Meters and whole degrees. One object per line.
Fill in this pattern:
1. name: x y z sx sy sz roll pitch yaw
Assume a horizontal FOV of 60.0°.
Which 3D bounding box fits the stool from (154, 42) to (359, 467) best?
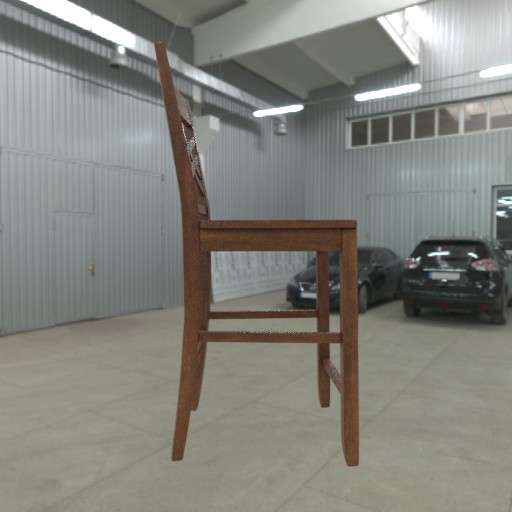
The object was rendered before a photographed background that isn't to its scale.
1. stool: 0.000 0.000 1.348 0.539 1.079 0.462 0 2 -1
